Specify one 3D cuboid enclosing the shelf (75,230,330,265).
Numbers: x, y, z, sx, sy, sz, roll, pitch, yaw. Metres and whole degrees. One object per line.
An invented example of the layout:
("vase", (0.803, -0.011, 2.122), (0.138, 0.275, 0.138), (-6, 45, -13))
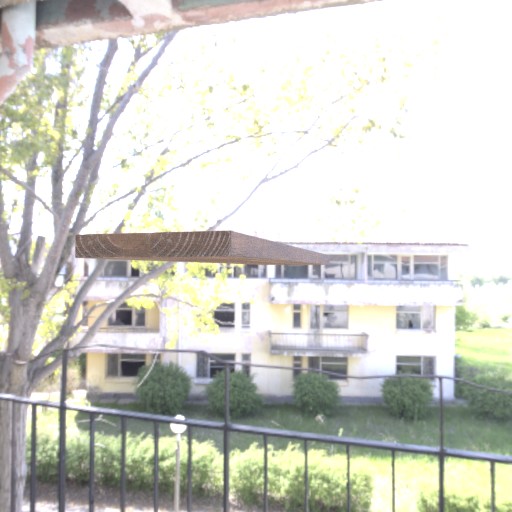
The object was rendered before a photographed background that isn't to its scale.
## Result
("shelf", (0.000, 0.000, 0.648), (0.140, 0.020, 0.610), (-1, -2, 16))
